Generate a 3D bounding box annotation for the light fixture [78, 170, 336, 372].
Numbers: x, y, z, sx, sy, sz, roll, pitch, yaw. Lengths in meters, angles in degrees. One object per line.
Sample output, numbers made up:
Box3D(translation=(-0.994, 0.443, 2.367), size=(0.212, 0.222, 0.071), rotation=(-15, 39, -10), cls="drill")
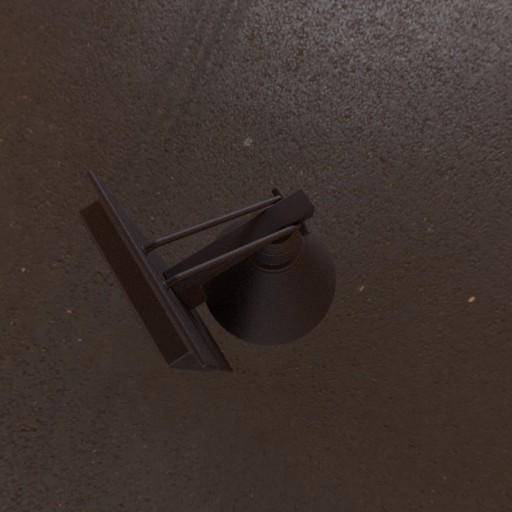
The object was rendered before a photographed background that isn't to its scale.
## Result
Box3D(translation=(0.000, 0.000, 0.424), size=(0.207, 0.298, 0.170), rotation=(-32, 77, -8), cls="light fixture")
